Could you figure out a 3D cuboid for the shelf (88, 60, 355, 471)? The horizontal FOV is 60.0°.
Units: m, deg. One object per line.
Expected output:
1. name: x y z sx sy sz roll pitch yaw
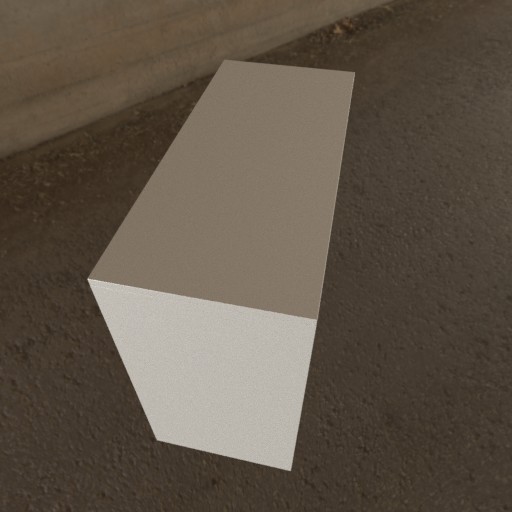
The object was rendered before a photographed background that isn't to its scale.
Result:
1. shelf: 0.000 0.000 1.296 0.396 0.732 0.895 9 48 8
